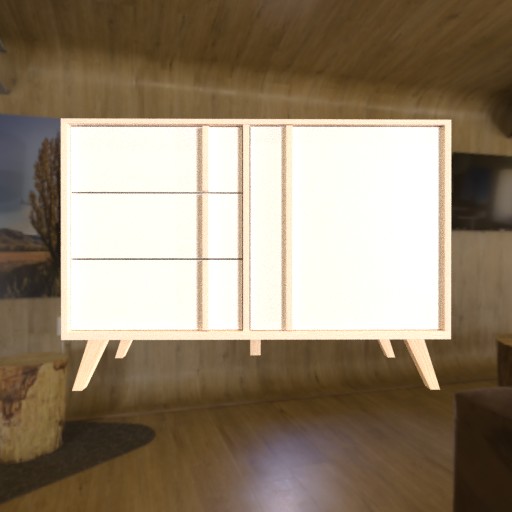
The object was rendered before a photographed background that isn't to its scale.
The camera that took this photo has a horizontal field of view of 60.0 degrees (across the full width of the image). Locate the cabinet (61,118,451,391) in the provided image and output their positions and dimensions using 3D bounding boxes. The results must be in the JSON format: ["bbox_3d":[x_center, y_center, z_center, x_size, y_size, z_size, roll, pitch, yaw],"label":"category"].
[{"bbox_3d":[0.000,0.000,1.511,1.110,0.780,0.500,0,0,-1],"label":"cabinet"}]
